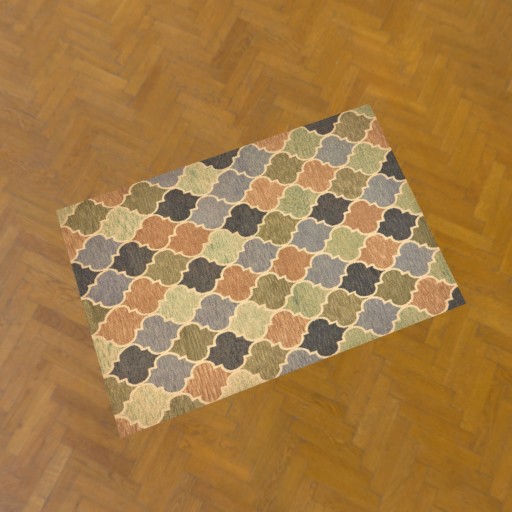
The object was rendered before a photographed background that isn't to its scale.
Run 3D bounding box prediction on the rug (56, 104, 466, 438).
[{"bbox_3d":[0.000,0.000,2.313,1.828,0.006,1.216,-20,77,-5],"label":"rug"}]
